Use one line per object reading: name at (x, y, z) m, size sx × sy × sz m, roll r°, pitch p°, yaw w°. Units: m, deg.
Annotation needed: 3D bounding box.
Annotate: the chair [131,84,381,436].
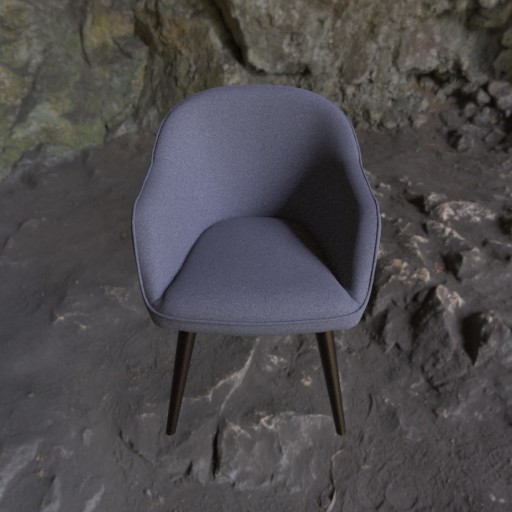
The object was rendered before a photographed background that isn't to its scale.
chair at (0.000, 0.000, 1.223) m, size 0.589 × 0.810 × 0.611 m, roll 0°, pitch 29°, yaw 0°
